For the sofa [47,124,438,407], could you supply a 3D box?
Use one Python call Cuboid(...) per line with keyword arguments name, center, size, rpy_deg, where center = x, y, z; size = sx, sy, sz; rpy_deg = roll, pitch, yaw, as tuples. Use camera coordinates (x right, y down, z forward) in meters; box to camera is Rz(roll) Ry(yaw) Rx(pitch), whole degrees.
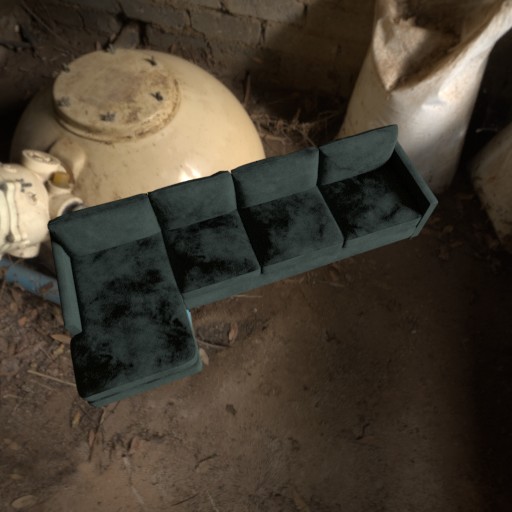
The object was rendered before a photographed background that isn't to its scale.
Cuboid(name="sofa", center=(0.000, 0.000, 3.998), size=(3.400, 0.967, 1.500), rpy_deg=(-17, 63, -9))
